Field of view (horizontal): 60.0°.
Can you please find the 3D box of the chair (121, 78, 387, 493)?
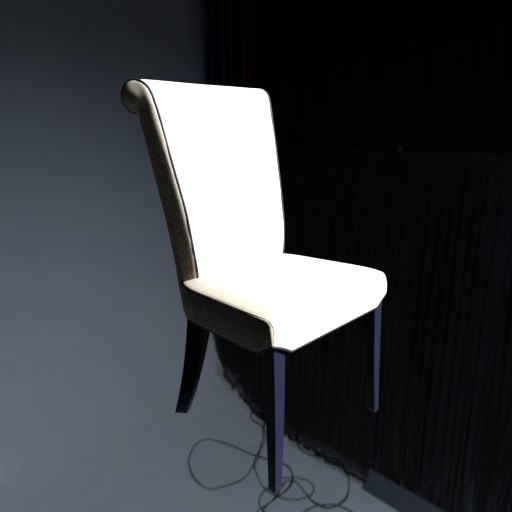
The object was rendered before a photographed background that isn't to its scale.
[{"bbox_3d":[0.000,0.000,1.327,0.522,0.997,0.623,-15,22,-42],"label":"chair"}]
